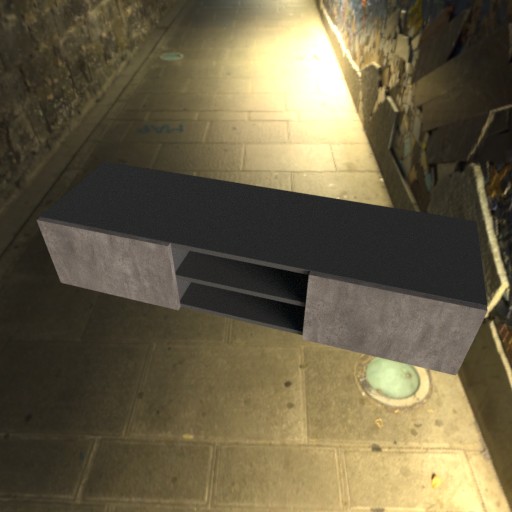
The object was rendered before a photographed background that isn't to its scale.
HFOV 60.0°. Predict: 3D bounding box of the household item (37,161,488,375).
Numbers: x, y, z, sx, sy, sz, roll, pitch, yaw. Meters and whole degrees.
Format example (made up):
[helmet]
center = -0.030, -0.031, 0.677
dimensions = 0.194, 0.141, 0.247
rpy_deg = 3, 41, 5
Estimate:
[household item]
center = 0.000, 0.000, 1.569
dimensions = 1.400, 0.310, 0.420
rpy_deg = 11, 41, 13
